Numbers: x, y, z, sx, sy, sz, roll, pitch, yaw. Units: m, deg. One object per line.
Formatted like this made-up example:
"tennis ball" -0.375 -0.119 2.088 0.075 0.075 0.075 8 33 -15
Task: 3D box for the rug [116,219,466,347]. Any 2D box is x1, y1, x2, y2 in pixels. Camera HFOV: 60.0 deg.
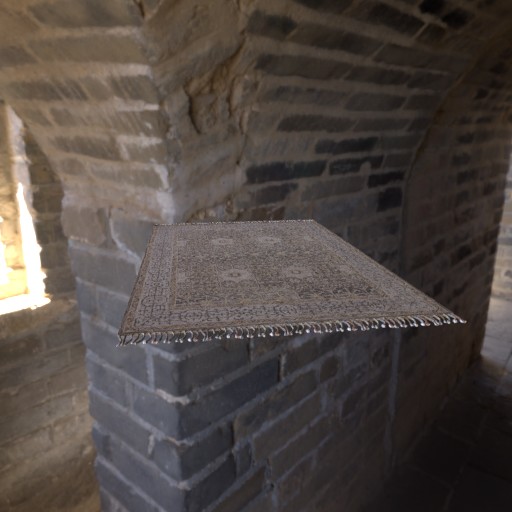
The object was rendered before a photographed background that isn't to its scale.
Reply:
"rug" 0.000 0.000 2.472 1.237 0.010 2.029 -2 16 -8
